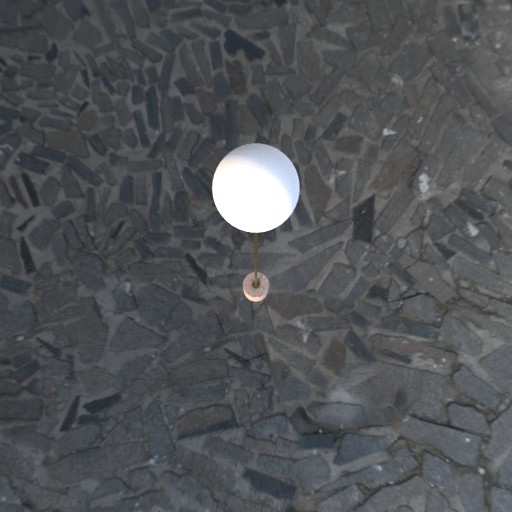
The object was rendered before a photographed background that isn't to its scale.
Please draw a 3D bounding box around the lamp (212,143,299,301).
[{"bbox_3d":[0.000,0.000,1.900,0.229,1.748,0.229,-3,76,-1],"label":"lamp"}]
